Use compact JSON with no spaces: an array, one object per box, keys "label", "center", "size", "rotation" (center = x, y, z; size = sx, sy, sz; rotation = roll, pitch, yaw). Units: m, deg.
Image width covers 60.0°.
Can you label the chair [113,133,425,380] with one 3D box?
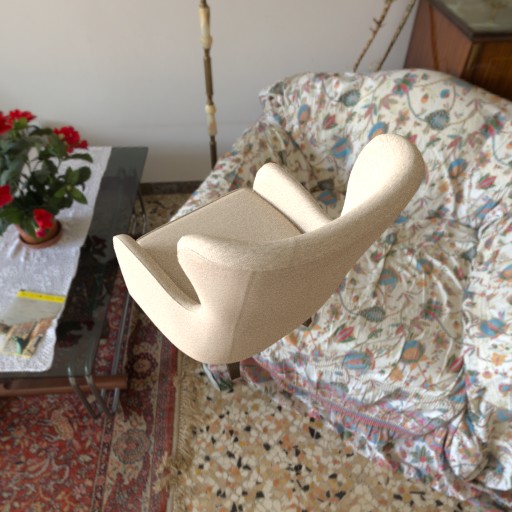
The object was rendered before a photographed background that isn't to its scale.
[{"label":"chair","center":[0.000,0.000,1.808],"size":[0.861,1.064,0.984],"rotation":[-31,53,-27]}]
